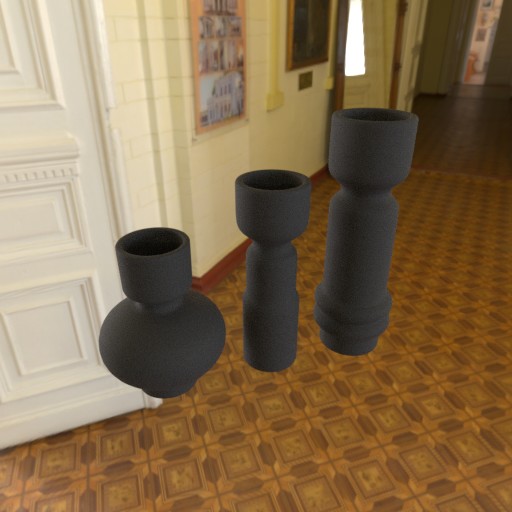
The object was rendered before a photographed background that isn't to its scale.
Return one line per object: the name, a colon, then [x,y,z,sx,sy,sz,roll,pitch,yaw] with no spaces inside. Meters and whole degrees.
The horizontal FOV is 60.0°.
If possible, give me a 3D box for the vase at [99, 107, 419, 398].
vase: [0.000,0.000,0.421,0.307,0.249,0.120,-9,29,-16]
